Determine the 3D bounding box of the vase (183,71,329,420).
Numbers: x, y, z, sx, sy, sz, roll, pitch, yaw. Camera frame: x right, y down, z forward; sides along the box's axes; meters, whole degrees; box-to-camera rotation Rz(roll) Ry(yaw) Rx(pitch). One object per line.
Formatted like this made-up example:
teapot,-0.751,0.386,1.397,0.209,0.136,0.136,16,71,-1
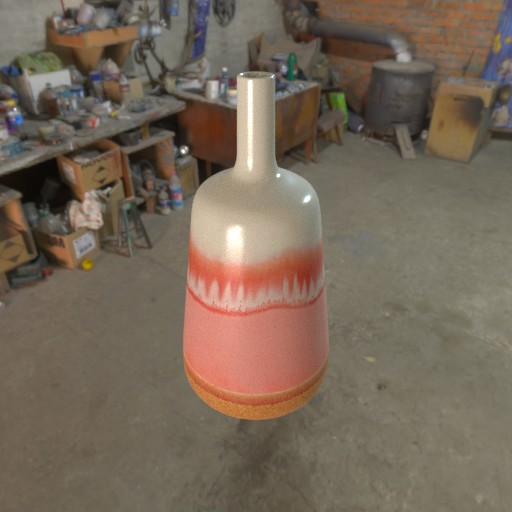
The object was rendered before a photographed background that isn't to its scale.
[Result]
vase,0.000,0.000,0.385,0.144,0.296,0.144,0,32,0
